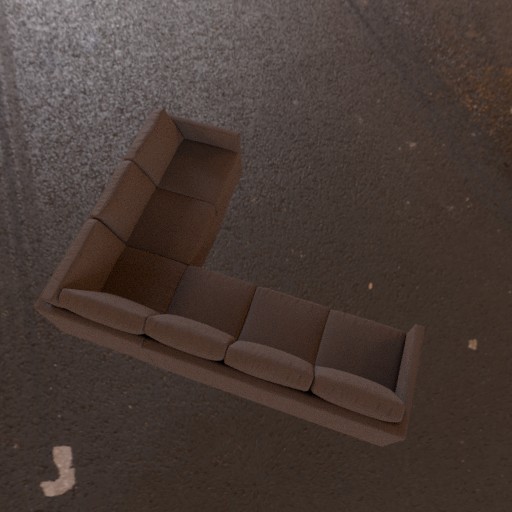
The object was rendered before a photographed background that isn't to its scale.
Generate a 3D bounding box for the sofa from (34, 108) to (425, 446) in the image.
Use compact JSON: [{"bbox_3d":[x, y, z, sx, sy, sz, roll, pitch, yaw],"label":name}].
[{"bbox_3d":[0.000,0.000,4.247,3.182,0.871,2.432,17,64,9],"label":"sofa"}]
